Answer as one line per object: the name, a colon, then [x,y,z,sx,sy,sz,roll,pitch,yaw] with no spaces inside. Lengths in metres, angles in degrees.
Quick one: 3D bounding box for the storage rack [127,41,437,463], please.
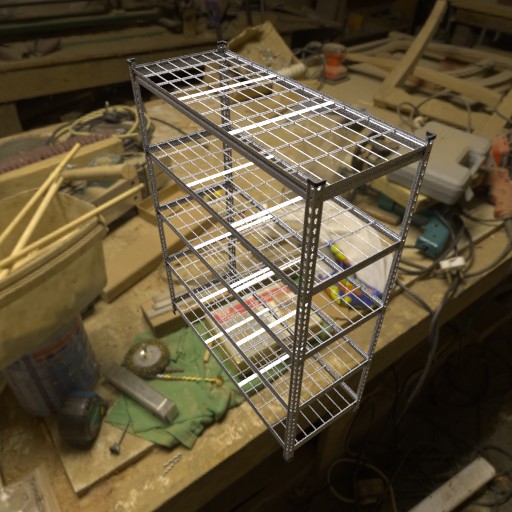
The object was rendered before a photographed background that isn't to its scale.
storage rack: [0.000,0.000,2.660,0.610,1.981,1.524,-25,47,-26]
